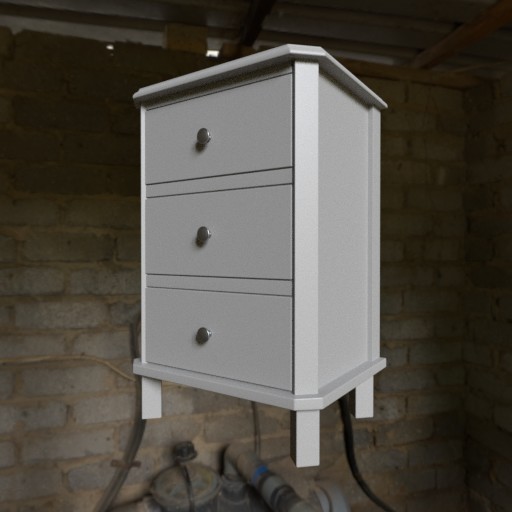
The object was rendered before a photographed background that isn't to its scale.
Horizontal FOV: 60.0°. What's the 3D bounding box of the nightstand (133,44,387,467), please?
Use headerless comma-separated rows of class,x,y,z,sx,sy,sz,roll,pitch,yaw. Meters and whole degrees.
nightstand,0.000,0.000,0.944,0.450,0.680,0.350,0,1,34
